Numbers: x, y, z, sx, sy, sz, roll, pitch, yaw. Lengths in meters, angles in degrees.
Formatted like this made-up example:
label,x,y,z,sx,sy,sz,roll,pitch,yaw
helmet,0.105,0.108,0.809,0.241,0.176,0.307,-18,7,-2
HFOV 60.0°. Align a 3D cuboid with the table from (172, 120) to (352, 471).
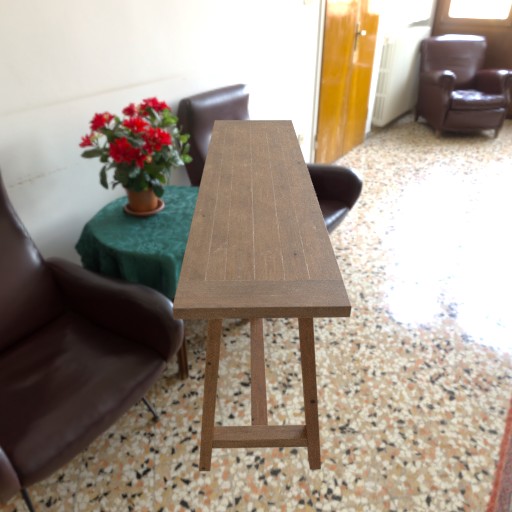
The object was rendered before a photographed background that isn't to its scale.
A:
label,x,y,z,sx,sy,sz,roll,pitch,yaw
table,0.000,0.000,2.124,0.465,0.810,1.800,-1,32,-1
